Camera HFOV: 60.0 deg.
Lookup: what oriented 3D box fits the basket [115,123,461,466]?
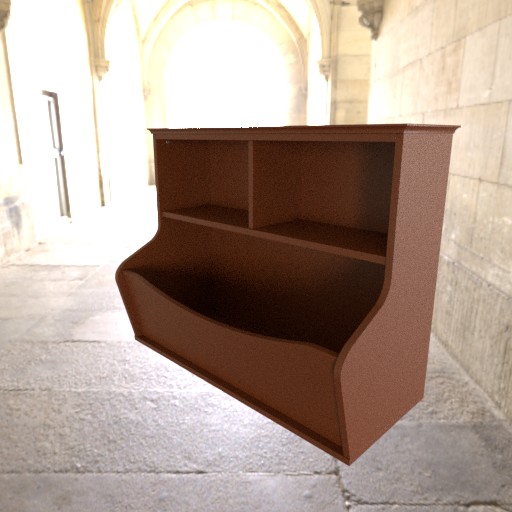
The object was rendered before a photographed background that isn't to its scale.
[{"bbox_3d":[0.000,0.000,1.116,0.792,0.625,0.376,15,21,43],"label":"basket"}]
